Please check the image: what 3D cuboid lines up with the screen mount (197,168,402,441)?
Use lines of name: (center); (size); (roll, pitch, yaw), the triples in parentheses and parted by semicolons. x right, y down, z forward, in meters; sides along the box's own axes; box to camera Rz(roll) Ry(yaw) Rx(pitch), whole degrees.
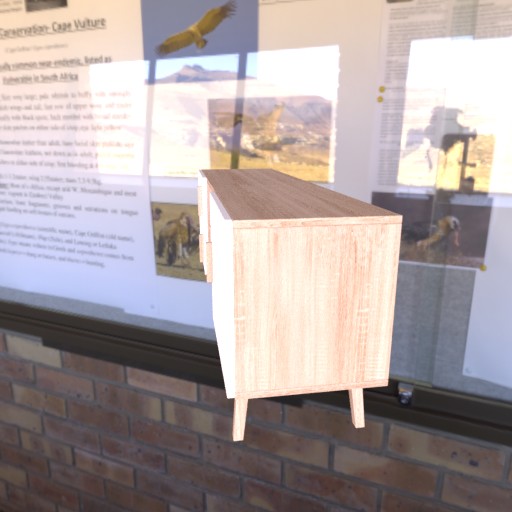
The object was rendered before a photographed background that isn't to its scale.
screen mount: (0.000, 0.000, 1.747); (0.420, 0.570, 1.500); (-2, 15, -9)
